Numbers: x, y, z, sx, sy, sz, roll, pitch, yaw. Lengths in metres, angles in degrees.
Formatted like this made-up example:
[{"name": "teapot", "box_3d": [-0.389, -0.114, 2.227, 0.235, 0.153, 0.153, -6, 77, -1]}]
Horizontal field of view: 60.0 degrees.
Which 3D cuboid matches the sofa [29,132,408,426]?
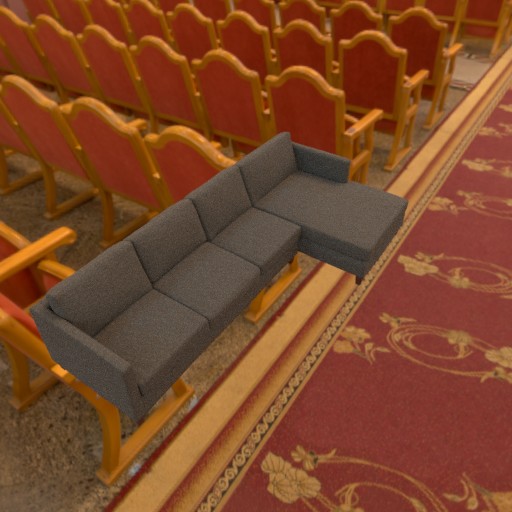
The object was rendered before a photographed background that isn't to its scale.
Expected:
[{"name": "sofa", "box_3d": [0.000, 0.000, 3.835, 1.625, 0.846, 3.186, 24, 46, 25]}]
